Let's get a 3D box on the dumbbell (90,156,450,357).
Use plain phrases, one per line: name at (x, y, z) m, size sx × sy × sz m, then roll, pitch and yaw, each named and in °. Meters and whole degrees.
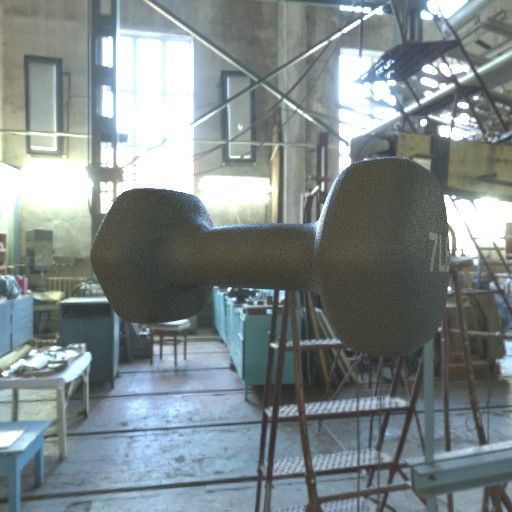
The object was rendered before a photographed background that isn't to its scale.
dumbbell at (0.000, 0.000, 0.232) m, size 0.184 × 0.081 × 0.090 m, roll 0°, pitch 0°, yaw 35°
